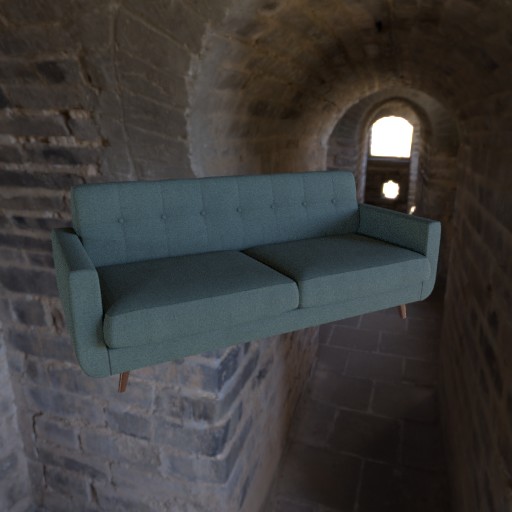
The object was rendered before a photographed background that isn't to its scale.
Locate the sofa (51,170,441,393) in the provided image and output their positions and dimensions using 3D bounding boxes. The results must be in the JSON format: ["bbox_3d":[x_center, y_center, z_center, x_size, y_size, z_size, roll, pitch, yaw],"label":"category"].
[{"bbox_3d":[0.000,0.000,2.496,2.029,0.841,0.909,-8,18,-27],"label":"sofa"}]
